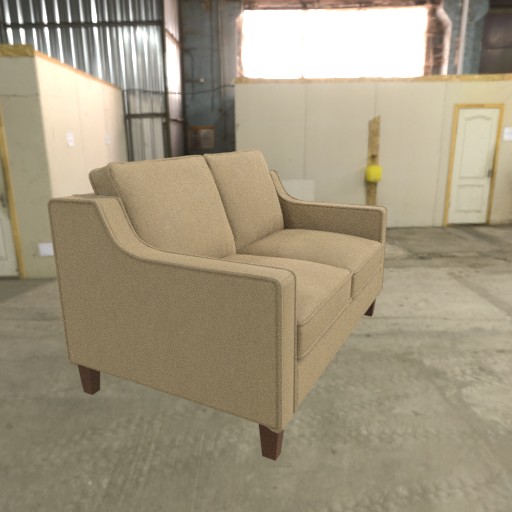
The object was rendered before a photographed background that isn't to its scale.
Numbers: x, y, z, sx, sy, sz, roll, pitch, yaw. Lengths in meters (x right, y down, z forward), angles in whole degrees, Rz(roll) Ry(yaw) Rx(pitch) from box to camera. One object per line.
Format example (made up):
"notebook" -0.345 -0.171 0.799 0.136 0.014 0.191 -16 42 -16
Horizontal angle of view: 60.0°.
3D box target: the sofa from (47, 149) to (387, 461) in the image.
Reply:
"sofa" 0.000 0.000 2.159 0.987 0.971 1.501 8 17 26
